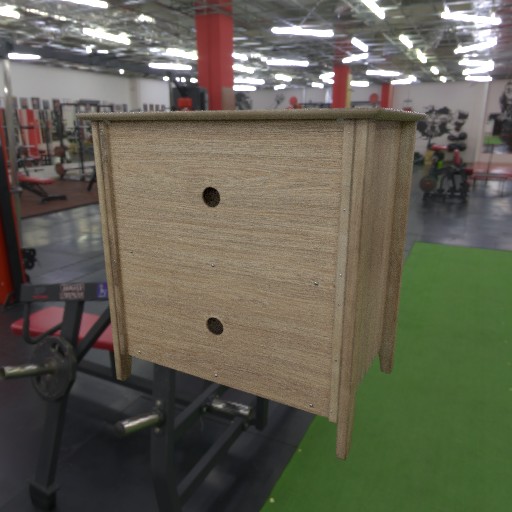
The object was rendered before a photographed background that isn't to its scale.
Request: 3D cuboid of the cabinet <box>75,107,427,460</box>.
[{"bbox_3d":[0.000,0.000,1.245,0.763,0.762,0.503,9,18,27],"label":"cabinet"}]
